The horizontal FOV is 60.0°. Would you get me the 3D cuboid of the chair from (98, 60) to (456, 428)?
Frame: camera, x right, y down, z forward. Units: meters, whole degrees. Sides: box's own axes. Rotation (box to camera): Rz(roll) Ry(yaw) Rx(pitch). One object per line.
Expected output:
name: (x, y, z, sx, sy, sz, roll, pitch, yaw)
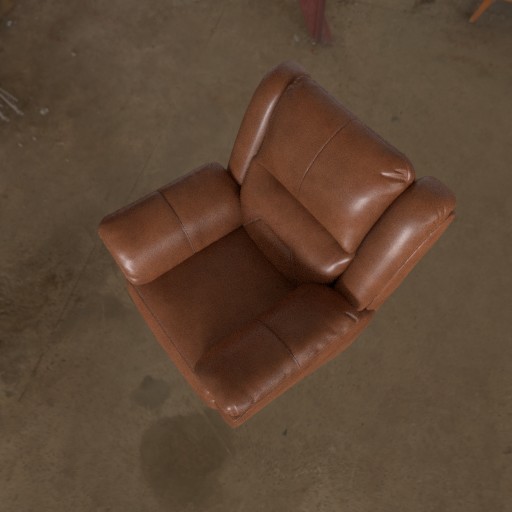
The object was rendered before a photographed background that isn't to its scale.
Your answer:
chair: (0.000, 0.000, 1.873, 1.041, 1.093, 0.990, -34, 67, -17)
